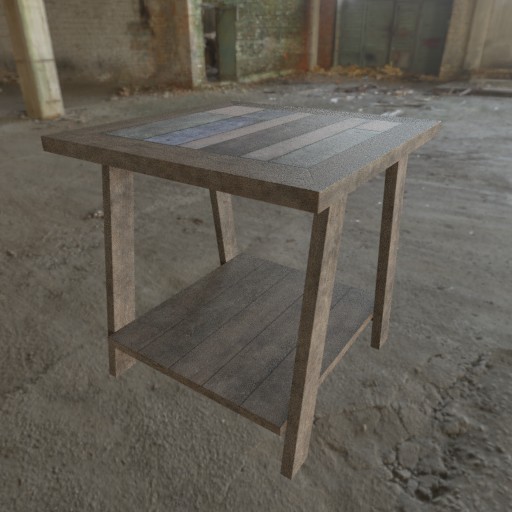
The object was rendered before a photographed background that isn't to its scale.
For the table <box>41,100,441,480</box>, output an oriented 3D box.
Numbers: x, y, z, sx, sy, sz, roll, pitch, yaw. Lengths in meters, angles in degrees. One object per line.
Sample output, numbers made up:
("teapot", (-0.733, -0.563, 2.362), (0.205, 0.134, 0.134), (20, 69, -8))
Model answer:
("table", (0.000, 0.000, 1.079), (0.610, 0.610, 0.610), (17, 31, 30))
